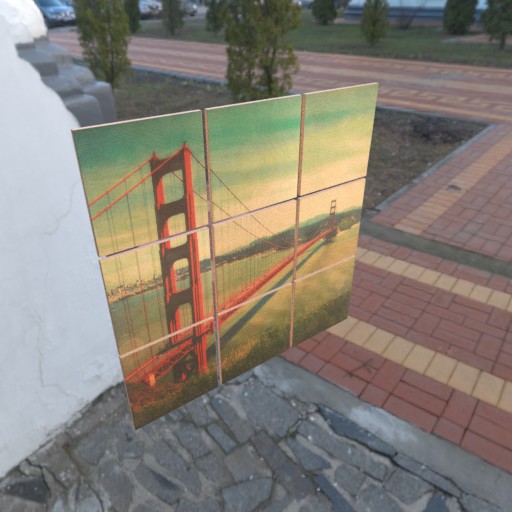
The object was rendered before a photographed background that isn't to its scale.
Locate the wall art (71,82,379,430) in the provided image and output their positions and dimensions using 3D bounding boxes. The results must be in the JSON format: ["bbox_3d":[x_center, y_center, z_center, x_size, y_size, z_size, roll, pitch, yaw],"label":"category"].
[{"bbox_3d":[0.000,0.000,1.797,1.217,1.207,0.016,-20,36,-30],"label":"wall art"}]
